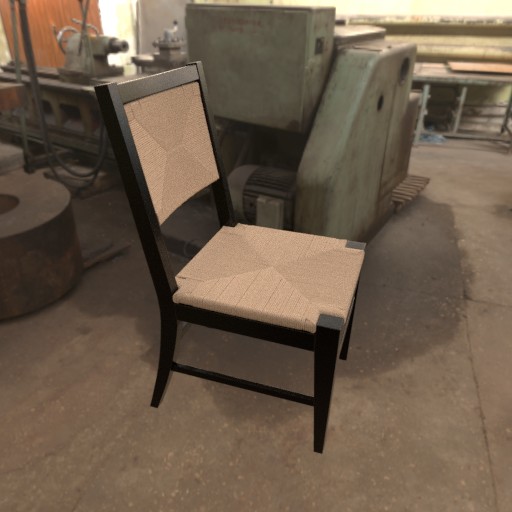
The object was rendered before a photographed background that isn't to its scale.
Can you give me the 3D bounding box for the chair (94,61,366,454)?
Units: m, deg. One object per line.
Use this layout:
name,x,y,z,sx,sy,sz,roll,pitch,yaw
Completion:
chair,0.000,0.000,1.218,0.552,0.927,0.437,10,31,17
